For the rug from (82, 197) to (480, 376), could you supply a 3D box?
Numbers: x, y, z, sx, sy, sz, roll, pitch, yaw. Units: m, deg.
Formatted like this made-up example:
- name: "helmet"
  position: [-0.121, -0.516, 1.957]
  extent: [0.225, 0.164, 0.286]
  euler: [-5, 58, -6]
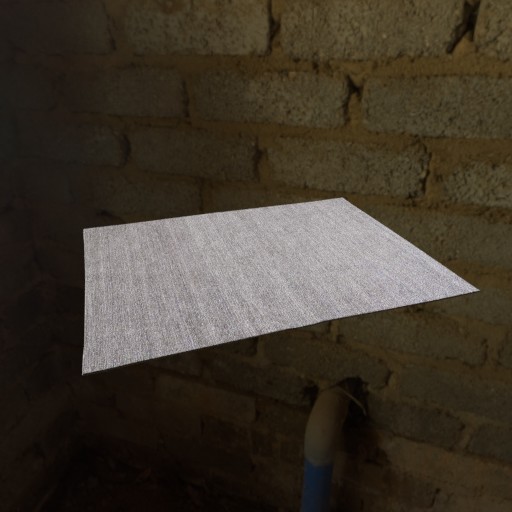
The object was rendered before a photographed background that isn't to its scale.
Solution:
- name: "rug"
  position: [0.000, 0.000, 4.313]
  extent: [3.202, 0.045, 2.434]
  euler: [-9, 29, -16]
